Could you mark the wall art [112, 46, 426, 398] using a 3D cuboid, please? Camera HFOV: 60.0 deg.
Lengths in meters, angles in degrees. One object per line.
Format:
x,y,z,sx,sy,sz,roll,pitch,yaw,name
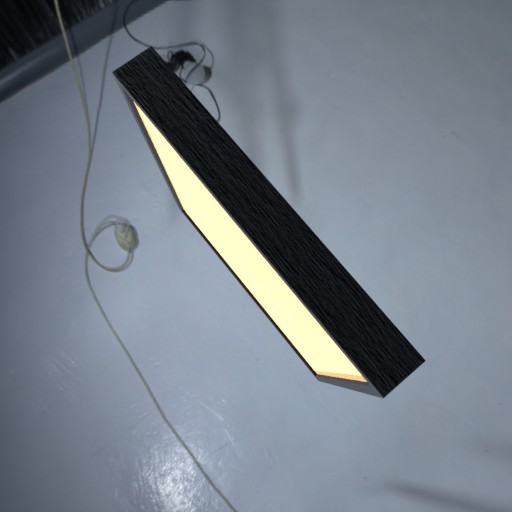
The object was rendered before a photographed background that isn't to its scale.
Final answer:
0.000,0.000,0.461,0.037,0.305,0.305,-38,79,-9,wall art
